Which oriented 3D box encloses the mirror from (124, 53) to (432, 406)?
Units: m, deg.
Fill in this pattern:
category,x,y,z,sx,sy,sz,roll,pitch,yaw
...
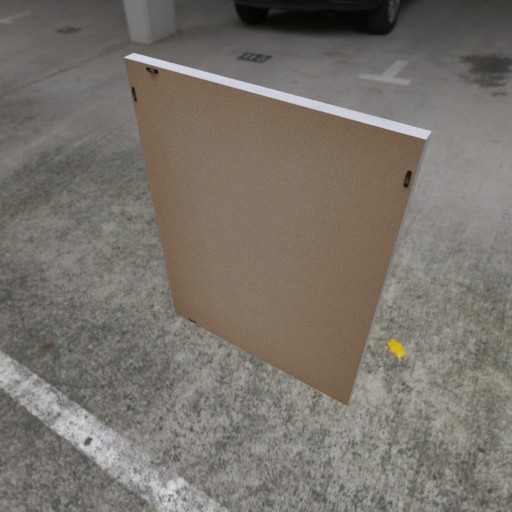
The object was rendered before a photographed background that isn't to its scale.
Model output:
category,x,y,z,sx,sy,sz,roll,pitch,yaw
mirror,0.000,0.000,1.325,0.762,1.016,0.041,24,49,23
